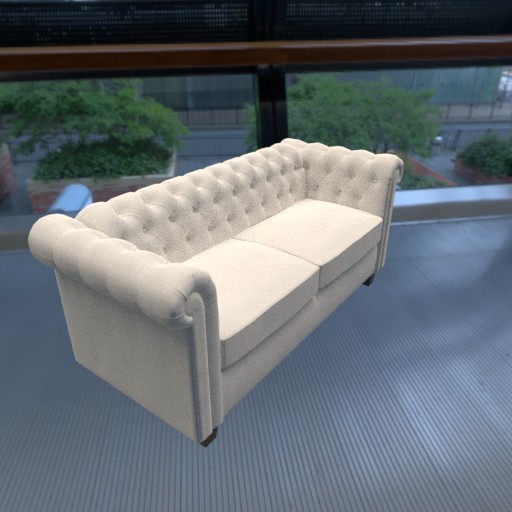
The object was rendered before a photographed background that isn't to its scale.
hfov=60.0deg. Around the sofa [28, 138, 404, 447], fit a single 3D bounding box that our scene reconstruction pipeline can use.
[{"bbox_3d":[0.000,0.000,2.205,0.771,0.796,1.798,19,33,32],"label":"sofa"}]
